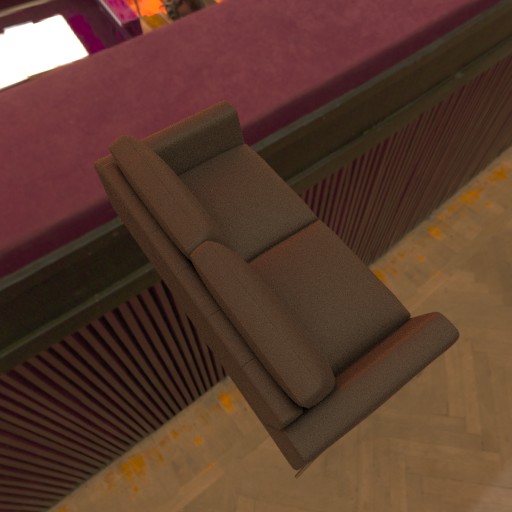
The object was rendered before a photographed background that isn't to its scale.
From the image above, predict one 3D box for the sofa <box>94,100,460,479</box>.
[{"bbox_3d":[0.000,0.000,2.489,0.953,0.875,2.017,-32,64,-17],"label":"sofa"}]
